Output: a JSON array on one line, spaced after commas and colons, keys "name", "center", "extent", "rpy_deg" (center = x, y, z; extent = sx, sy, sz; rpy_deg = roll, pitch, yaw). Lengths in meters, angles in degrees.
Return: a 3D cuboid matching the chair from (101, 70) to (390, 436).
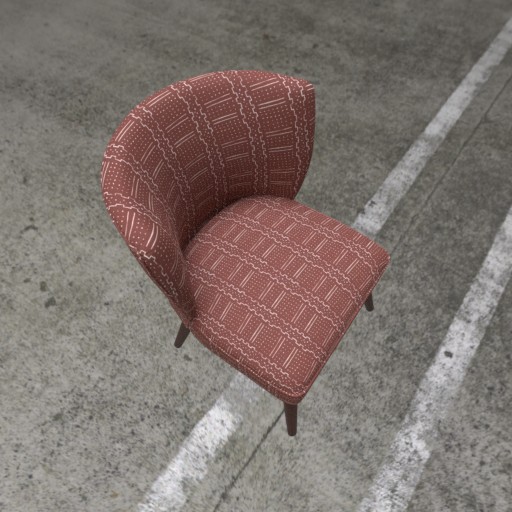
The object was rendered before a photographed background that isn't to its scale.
[{"name": "chair", "center": [0.000, 0.000, 1.416], "extent": [0.758, 0.866, 0.706], "rpy_deg": [31, 63, 18]}]
